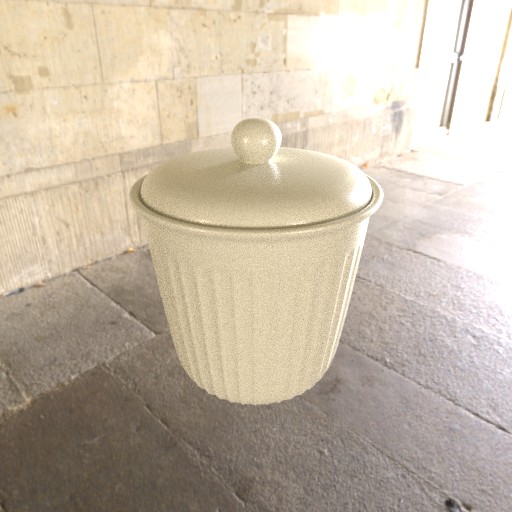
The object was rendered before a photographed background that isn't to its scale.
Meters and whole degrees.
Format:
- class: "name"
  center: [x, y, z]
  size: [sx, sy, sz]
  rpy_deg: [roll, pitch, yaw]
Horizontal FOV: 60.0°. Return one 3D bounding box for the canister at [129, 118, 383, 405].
- class: "canister"
  center: [0.000, 0.000, 0.351]
  size: [0.181, 0.211, 0.181]
  rpy_deg: [0, 26, 0]
